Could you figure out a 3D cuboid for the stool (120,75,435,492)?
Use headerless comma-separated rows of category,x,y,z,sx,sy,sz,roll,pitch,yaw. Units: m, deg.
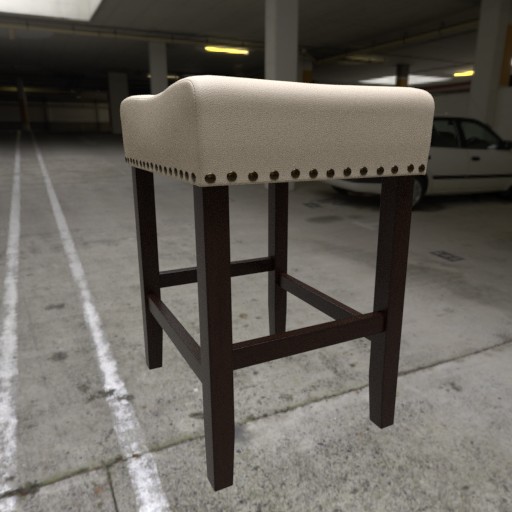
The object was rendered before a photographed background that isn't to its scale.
stool,0.000,0.000,0.876,0.401,0.609,0.471,-8,17,-26
